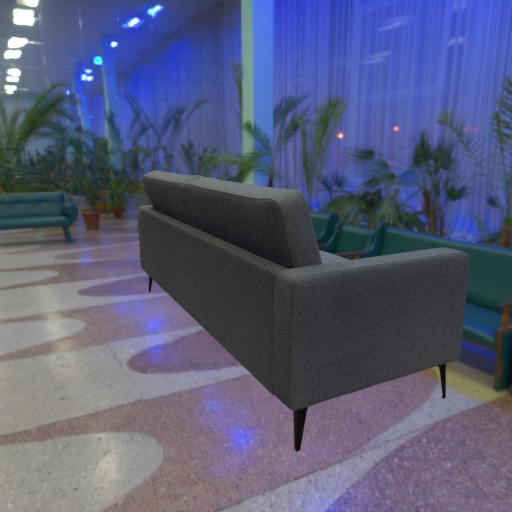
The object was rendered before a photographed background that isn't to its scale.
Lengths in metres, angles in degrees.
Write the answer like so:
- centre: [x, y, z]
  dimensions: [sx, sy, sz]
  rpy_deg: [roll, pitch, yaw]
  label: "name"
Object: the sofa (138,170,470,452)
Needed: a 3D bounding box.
- centre: [0.000, 0.000, 2.291]
  dimensions: [0.774, 0.828, 1.925]
  rpy_deg: [-7, 15, -27]
  label: "sofa"
